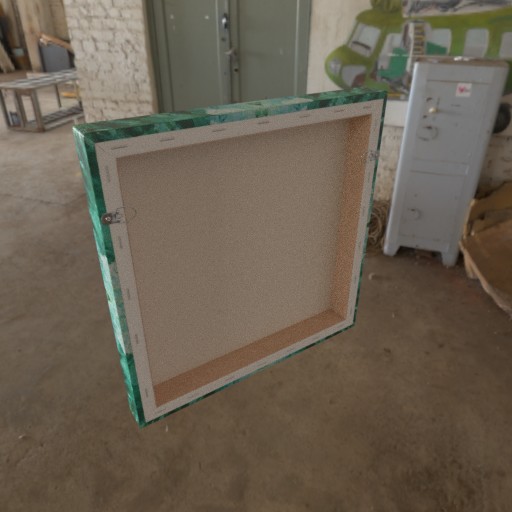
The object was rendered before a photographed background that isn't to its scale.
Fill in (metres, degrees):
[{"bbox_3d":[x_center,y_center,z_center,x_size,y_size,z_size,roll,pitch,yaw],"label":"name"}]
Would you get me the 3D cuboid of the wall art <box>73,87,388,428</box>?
[{"bbox_3d":[0.000,0.000,0.477,0.313,0.313,0.033,-18,35,-28],"label":"wall art"}]
